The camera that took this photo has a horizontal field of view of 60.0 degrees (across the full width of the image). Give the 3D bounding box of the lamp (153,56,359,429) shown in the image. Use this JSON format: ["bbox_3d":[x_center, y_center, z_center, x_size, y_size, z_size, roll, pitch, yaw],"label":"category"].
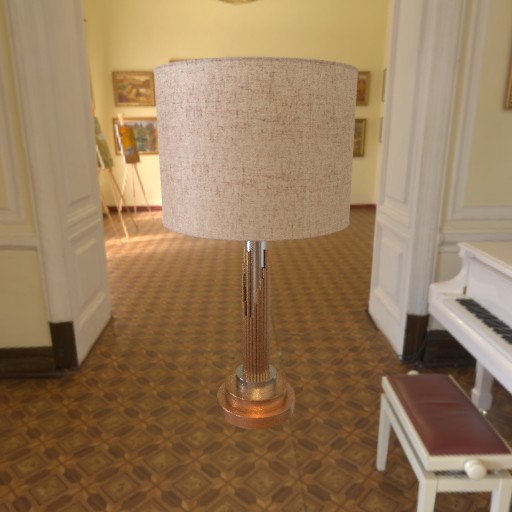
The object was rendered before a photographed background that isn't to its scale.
[{"bbox_3d":[0.000,0.000,0.793,0.321,0.610,0.321,3,16,10],"label":"lamp"}]
